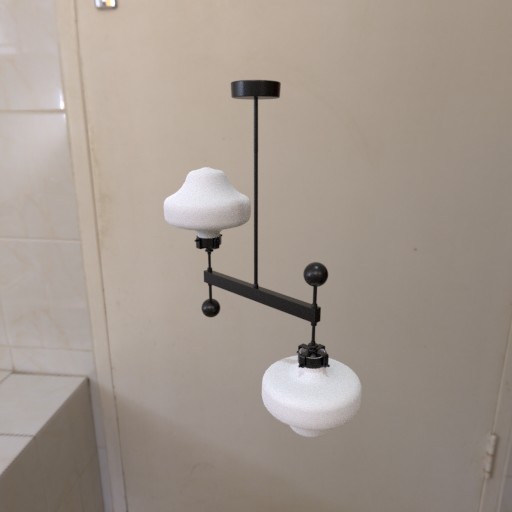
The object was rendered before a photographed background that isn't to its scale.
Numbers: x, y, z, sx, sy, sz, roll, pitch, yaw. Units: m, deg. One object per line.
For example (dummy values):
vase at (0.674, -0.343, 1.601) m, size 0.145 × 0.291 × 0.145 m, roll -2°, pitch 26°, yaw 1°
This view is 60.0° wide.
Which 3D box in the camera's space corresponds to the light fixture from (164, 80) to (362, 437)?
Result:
light fixture at (0.000, 0.000, 1.014) m, size 0.489 × 0.743 × 0.422 m, roll 2°, pitch 16°, yaw 8°
